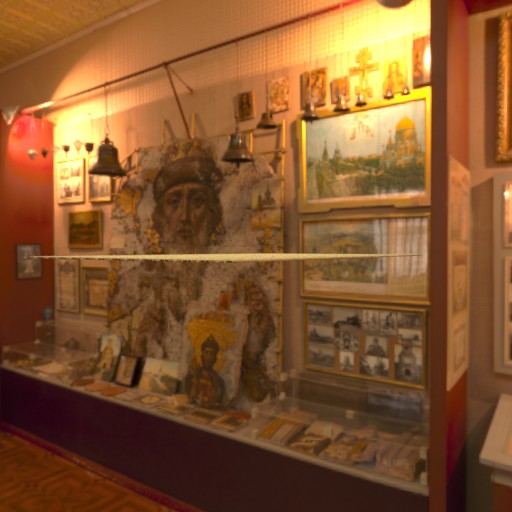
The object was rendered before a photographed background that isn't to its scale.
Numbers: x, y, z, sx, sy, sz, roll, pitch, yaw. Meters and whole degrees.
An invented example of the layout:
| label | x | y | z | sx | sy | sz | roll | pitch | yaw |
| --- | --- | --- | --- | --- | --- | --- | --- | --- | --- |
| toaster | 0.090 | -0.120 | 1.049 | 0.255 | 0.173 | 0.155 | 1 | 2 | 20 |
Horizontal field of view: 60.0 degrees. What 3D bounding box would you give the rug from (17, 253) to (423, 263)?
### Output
| label | x | y | z | sx | sy | sz | roll | pitch | yaw |
| --- | --- | --- | --- | --- | --- | --- | --- | --- | --- |
| rug | 0.000 | 0.000 | 2.987 | 1.544 | 0.010 | 2.435 | 1 | 1 | 37 |
